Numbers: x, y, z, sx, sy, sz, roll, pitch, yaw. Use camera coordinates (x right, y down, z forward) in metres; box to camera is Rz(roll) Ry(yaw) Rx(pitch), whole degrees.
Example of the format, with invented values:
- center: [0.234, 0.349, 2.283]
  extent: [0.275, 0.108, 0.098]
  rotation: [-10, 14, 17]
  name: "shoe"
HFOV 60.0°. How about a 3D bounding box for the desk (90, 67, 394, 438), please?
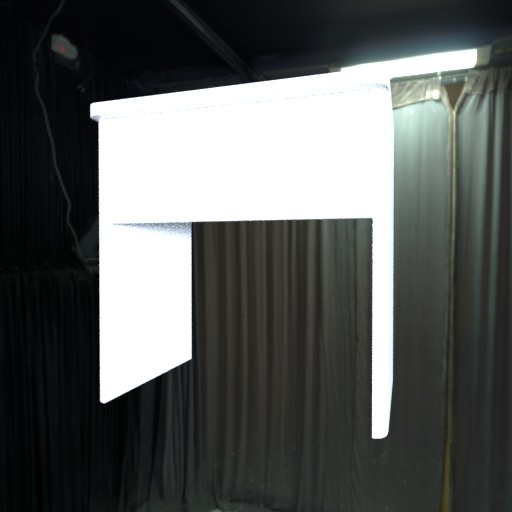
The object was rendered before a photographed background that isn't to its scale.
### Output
- center: [0.000, 0.000, 1.304]
  extent: [0.762, 0.800, 0.549]
  rotation: [0, 1, 18]
  name: "desk"
